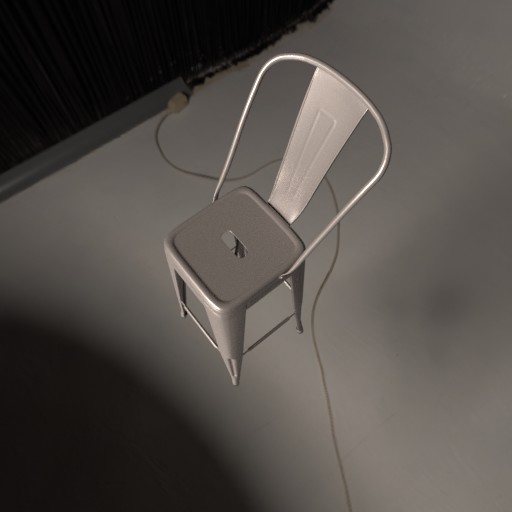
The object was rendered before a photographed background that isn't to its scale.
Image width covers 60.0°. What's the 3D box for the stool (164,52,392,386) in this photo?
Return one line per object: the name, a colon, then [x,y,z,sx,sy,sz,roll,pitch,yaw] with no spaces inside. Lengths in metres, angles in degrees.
stool: [0.000,0.000,1.371,0.513,1.096,0.399,-36,70,-16]
